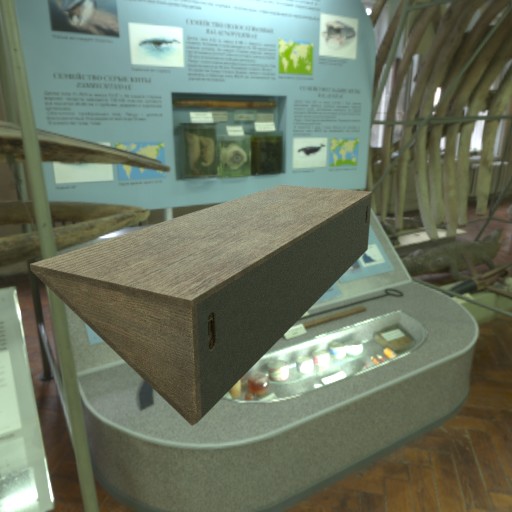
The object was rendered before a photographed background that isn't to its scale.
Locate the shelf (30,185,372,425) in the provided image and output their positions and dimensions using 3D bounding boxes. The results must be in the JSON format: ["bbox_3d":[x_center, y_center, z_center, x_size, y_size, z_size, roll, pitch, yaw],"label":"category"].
[{"bbox_3d":[0.000,0.000,0.682,0.200,0.125,0.610,9,20,26],"label":"shelf"}]
